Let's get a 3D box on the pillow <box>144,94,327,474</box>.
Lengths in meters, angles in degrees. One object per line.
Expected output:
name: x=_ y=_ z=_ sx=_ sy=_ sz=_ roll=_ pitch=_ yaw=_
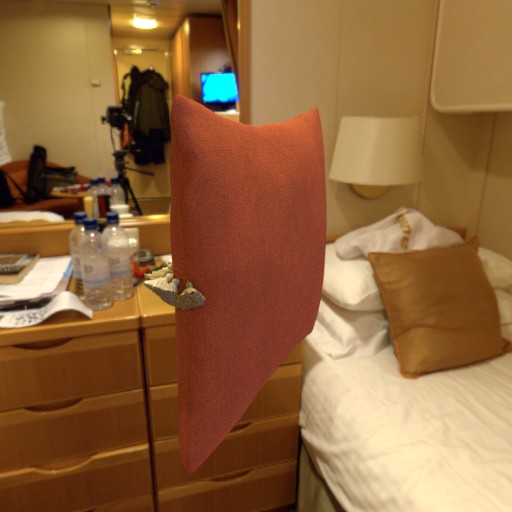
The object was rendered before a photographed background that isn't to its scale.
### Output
pillow: x=0.000 y=0.000 z=0.734 sx=0.165 sy=0.482 sz=0.490 roll=8 pitch=19 yaw=25
